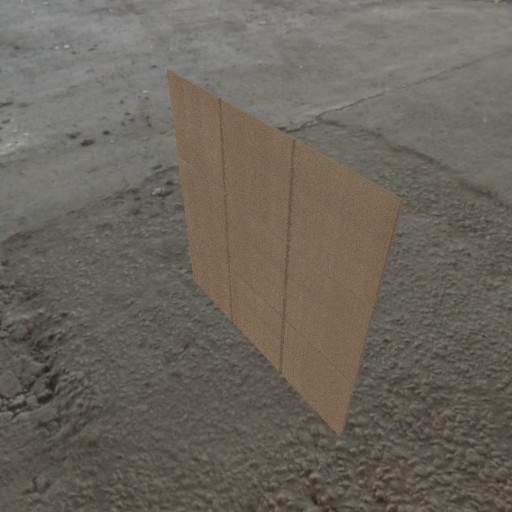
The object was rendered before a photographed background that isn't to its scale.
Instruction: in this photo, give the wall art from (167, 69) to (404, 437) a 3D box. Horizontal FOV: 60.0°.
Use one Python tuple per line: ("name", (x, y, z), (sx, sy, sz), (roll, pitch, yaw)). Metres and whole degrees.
("wall art", (0.000, 0.000, 1.879), (0.013, 1.218, 1.219), (-26, 47, -27))
